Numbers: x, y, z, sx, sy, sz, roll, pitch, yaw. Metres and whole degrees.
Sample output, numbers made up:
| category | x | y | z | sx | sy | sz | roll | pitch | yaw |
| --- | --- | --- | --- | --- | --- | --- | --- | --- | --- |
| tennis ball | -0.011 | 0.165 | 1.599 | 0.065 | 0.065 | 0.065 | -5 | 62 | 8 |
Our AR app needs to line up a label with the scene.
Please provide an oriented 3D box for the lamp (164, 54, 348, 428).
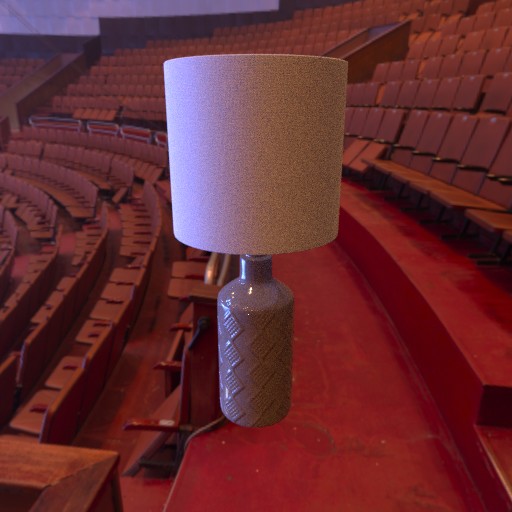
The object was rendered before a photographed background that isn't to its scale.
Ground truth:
| category | x | y | z | sx | sy | sz | roll | pitch | yaw |
| --- | --- | --- | --- | --- | --- | --- | --- | --- | --- |
| lamp | 0.000 | 0.000 | 0.579 | 0.207 | 0.461 | 0.207 | 2 | 19 | 7 |
